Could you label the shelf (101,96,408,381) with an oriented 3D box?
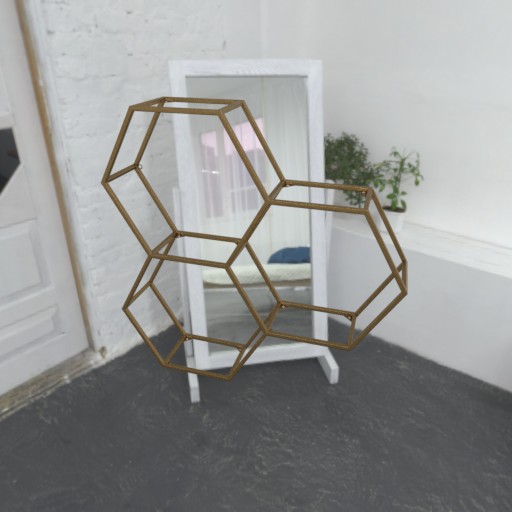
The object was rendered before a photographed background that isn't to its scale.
[{"bbox_3d":[0.000,0.000,1.081,0.708,0.701,0.150,8,28,15],"label":"shelf"}]
